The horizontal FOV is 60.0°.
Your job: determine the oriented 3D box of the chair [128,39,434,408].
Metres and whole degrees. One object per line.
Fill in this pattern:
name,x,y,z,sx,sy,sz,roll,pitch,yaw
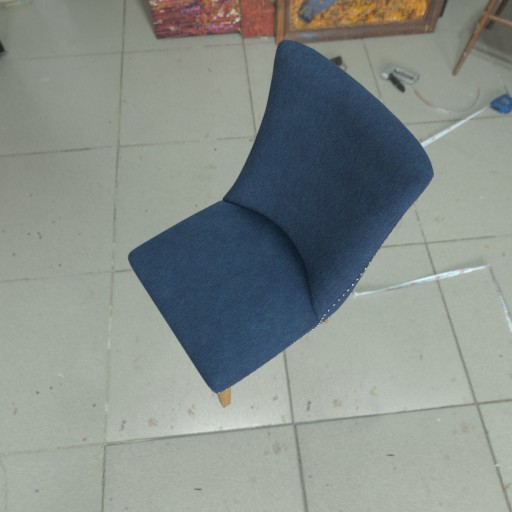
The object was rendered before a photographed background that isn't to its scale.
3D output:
chair,0.000,0.000,1.258,0.610,0.902,0.495,-32,68,-15
